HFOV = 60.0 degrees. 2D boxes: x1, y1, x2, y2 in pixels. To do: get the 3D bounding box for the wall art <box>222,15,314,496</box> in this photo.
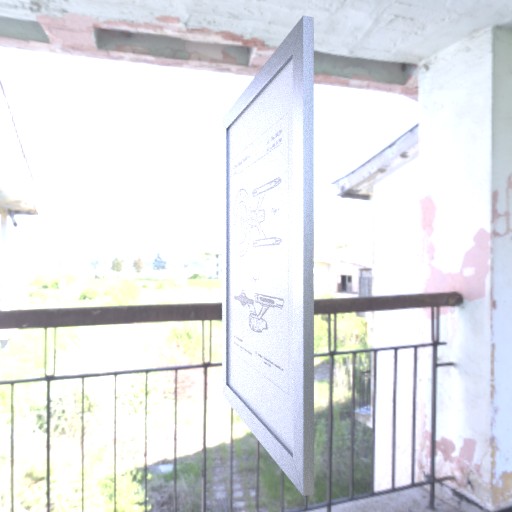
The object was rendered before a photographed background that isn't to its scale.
[{"bbox_3d":[0.000,0.000,0.668,0.013,0.529,0.376,0,0,-18],"label":"wall art"}]
